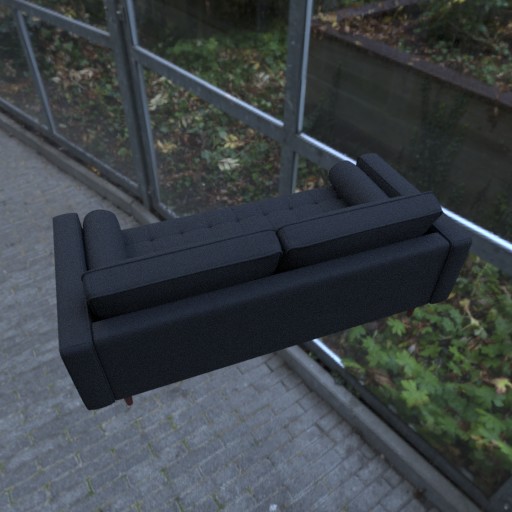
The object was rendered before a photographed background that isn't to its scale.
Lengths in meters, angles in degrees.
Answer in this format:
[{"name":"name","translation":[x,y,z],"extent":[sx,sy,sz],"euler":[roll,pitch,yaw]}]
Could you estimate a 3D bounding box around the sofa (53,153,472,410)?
[{"name":"sofa","translation":[0.000,0.000,2.292],"extent":[1.875,0.759,0.914],"euler":[-14,44,-15]}]
